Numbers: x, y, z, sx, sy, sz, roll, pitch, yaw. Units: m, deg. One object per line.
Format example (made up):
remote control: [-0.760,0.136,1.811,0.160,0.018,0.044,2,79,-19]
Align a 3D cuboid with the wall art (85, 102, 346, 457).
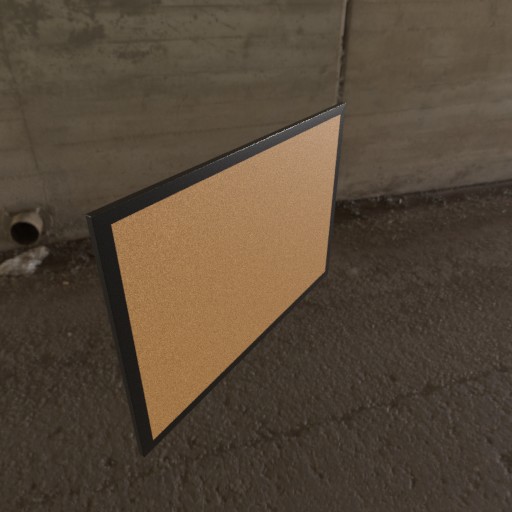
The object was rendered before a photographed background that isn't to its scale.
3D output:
wall art: [0.000,0.000,1.050,0.015,0.552,0.819,20,37,29]
